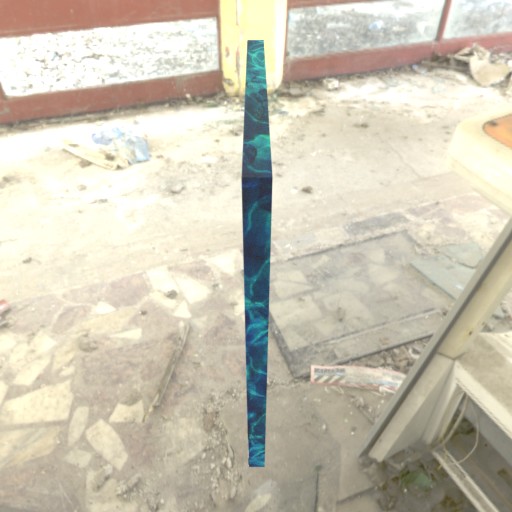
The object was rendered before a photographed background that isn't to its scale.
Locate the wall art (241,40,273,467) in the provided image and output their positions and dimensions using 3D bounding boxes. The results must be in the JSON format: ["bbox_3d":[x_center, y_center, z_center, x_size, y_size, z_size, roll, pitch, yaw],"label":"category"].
[{"bbox_3d":[0.000,0.000,1.011,0.038,0.760,0.609,0,40,0],"label":"wall art"}]
